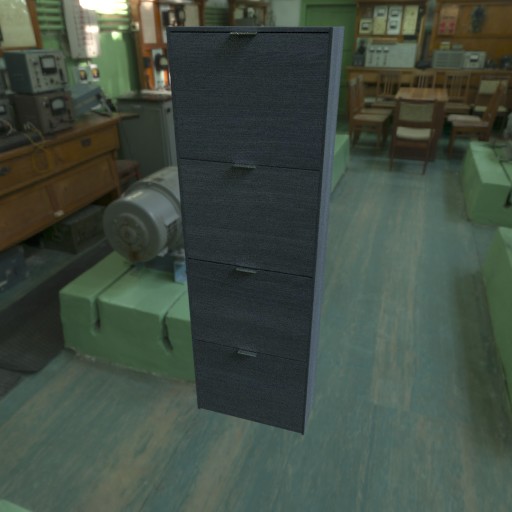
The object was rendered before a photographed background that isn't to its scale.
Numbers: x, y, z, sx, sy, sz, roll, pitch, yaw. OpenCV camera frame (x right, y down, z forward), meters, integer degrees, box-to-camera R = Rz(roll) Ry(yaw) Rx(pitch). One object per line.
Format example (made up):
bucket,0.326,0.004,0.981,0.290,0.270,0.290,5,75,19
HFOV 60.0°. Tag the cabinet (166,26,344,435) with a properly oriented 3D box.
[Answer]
cabinet,0.000,0.000,1.773,0.520,1.630,0.255,8,29,15
